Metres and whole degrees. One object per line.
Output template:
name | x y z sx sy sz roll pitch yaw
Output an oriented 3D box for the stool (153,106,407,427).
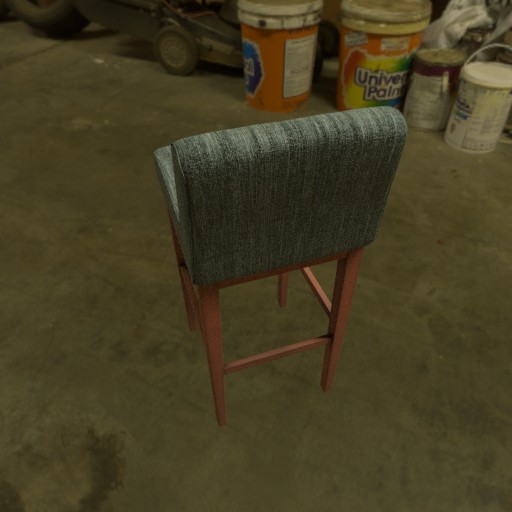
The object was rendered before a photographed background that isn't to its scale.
stool | 0.000 0.000 1.226 0.426 0.965 0.499 -13 44 -14
